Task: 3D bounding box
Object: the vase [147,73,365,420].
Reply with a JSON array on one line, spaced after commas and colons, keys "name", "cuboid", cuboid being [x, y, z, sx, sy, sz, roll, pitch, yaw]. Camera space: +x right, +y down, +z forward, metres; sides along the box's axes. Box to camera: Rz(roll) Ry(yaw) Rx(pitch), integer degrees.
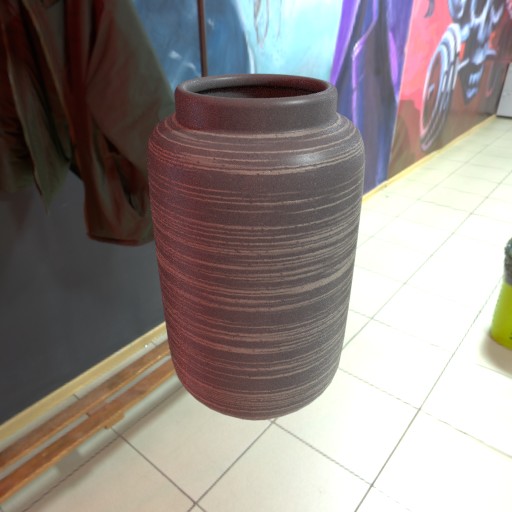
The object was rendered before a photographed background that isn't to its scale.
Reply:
[{"name": "vase", "cuboid": [0.000, 0.000, 0.682, 0.297, 0.499, 0.297, 0, 30, 0]}]
